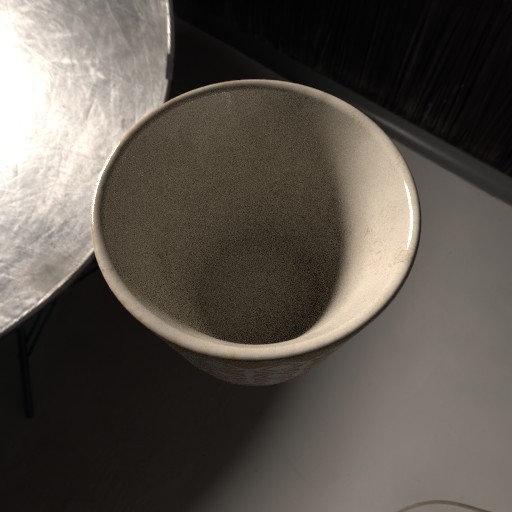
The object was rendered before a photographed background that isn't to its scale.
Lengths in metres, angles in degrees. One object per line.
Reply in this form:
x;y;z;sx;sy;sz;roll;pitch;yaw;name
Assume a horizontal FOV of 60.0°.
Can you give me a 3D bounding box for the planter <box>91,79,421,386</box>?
0.000;0.000;0.218;0.126;0.104;0.126;0;64;0;planter
